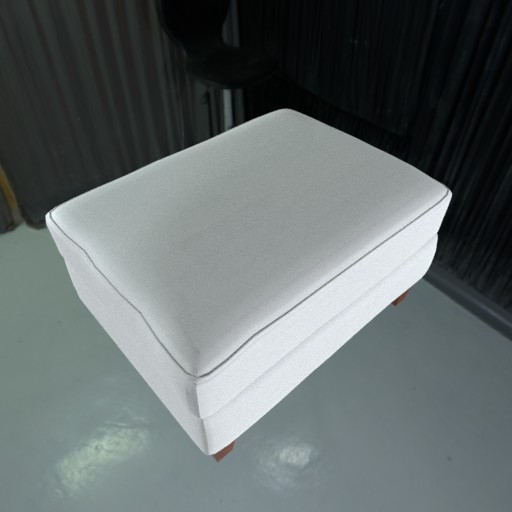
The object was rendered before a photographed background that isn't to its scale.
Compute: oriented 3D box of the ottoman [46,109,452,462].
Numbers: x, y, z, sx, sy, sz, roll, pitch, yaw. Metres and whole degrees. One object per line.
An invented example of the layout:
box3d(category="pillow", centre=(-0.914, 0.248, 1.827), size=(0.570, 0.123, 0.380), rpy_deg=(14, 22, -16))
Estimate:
box3d(category="ottoman", centre=(0.000, 0.000, 1.193), size=(0.818, 0.479, 0.634), rpy_deg=(-32, 53, -28))
